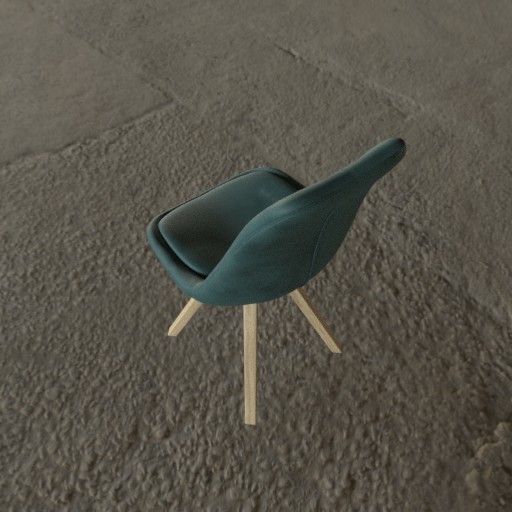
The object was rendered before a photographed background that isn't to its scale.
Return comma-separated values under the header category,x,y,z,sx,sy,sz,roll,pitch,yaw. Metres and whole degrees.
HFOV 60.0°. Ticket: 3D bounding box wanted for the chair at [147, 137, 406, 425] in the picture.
category,x,y,z,sx,sy,sz,roll,pitch,yaw
chair,0.000,0.000,1.195,0.483,0.865,0.547,-32,55,-26
